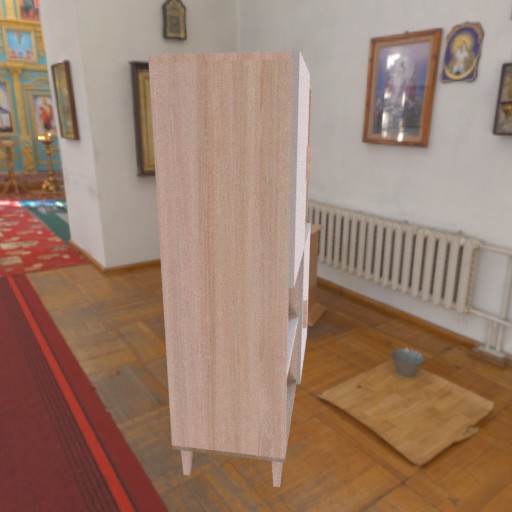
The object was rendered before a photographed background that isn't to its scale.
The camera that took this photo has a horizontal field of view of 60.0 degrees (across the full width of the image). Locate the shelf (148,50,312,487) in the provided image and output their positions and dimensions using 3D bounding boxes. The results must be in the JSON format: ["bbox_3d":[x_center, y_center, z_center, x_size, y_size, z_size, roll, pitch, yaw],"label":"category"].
[{"bbox_3d":[0.000,0.000,1.844,0.434,1.405,0.995,3,16,9],"label":"shelf"}]
